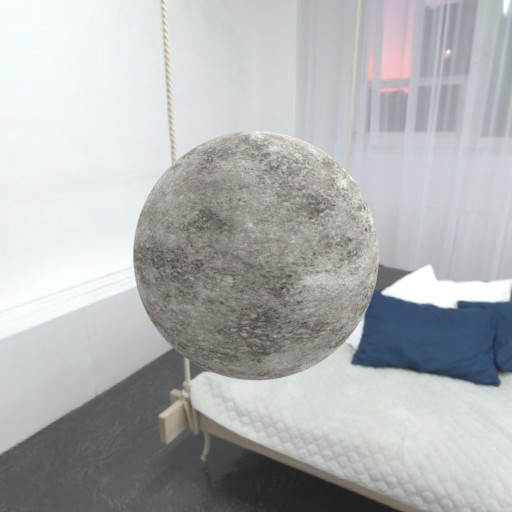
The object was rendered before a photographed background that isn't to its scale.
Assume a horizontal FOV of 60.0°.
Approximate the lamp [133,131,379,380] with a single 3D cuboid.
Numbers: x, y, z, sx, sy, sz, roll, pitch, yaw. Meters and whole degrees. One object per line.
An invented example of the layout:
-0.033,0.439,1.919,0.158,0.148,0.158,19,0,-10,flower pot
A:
0.000,0.000,0.789,0.422,0.429,0.422,0,17,0,lamp
